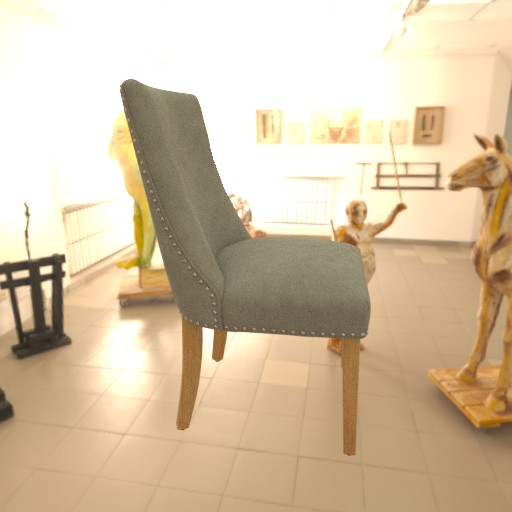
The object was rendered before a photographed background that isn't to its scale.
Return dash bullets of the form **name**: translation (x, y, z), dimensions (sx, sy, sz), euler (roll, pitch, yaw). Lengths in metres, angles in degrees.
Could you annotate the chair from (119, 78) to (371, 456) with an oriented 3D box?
- **chair**: translation (0.000, 0.000, 1.251), dimensions (0.610, 0.902, 0.495), euler (3, 16, 9)
